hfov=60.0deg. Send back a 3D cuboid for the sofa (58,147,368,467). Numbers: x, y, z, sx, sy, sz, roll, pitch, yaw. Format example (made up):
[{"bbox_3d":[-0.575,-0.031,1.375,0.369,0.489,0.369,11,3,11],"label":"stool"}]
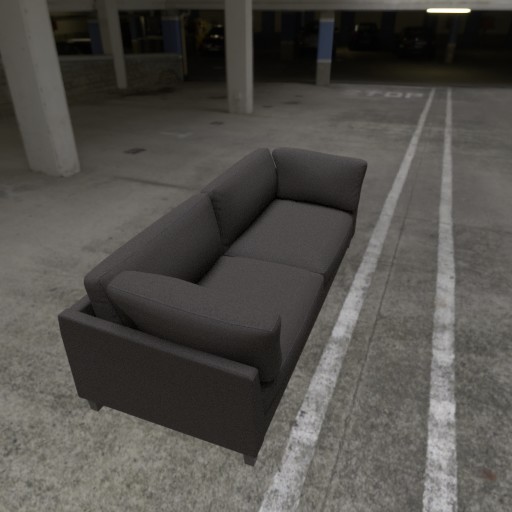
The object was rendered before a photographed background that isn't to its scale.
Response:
[{"bbox_3d":[0.000,0.000,2.756,0.969,0.792,2.312,11,31,18],"label":"sofa"}]
